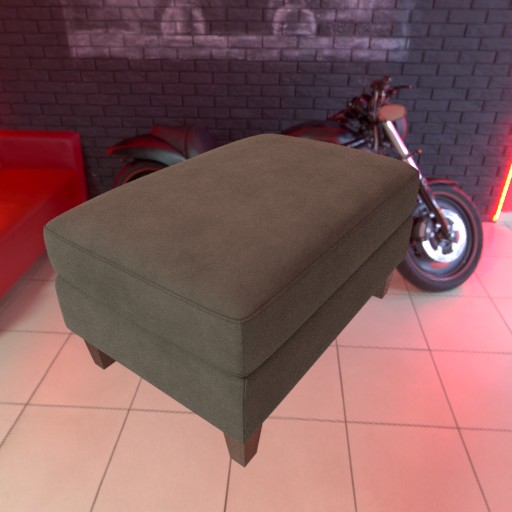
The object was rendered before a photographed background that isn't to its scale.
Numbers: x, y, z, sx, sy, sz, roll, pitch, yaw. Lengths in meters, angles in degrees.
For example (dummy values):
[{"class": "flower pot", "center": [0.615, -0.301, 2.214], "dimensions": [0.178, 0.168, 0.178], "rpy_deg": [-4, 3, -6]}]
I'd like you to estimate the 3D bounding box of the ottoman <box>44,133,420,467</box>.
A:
[{"class": "ottoman", "center": [0.000, 0.000, 1.200], "dimensions": [0.584, 0.483, 0.864], "rpy_deg": [21, 37, 30]}]
